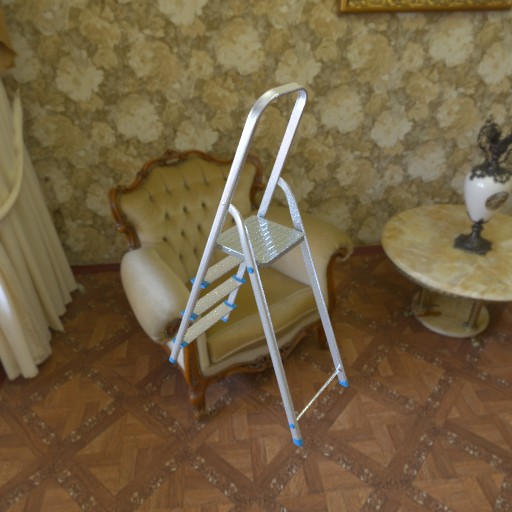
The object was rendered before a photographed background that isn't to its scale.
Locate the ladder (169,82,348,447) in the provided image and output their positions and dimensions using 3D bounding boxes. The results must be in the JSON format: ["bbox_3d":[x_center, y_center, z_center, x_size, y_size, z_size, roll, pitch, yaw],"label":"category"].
[{"bbox_3d":[0.000,0.000,1.917,0.842,1.434,0.445,23,39,31],"label":"ladder"}]
